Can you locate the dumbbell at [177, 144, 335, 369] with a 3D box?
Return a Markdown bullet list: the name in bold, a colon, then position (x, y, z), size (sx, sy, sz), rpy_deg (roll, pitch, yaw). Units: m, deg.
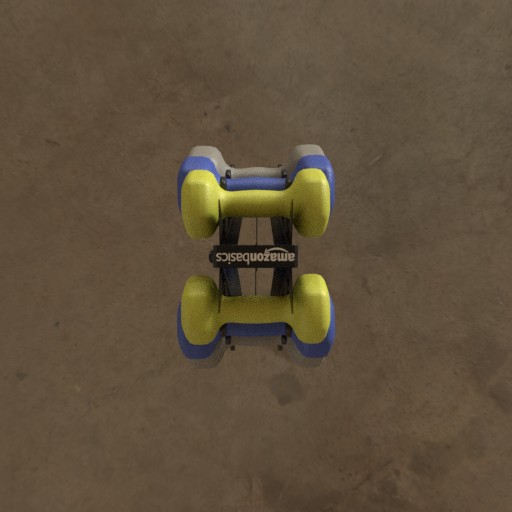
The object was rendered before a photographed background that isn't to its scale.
- **dumbbell**: position (0.000, 0.000, 0.696), size (0.261, 0.426, 0.416), rpy_deg (0, 90, 0)
